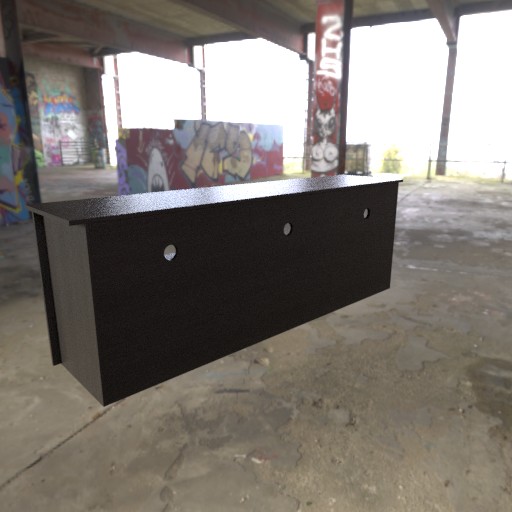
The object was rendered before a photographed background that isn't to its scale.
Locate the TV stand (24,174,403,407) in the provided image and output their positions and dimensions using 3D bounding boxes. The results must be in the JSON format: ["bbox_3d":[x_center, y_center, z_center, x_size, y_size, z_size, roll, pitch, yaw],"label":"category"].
[{"bbox_3d":[0.000,0.000,2.032,1.778,0.610,0.406,-14,20,-41],"label":"TV stand"}]
